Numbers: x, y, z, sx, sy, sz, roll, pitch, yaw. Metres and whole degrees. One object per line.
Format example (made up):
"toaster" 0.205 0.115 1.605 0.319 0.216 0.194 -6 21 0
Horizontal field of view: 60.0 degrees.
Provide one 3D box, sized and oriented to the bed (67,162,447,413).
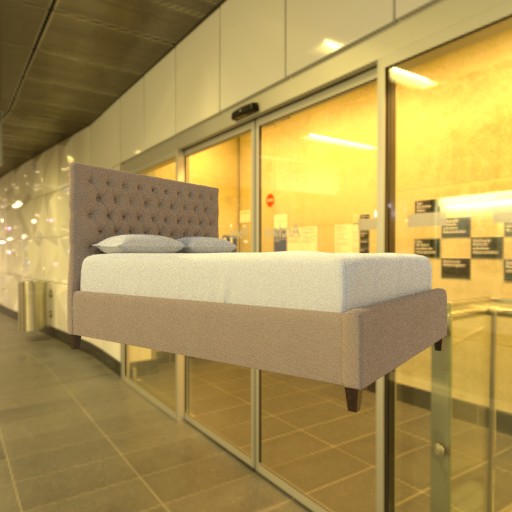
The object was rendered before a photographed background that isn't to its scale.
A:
"bed" 0.000 0.000 3.381 2.387 1.427 1.698 0 1 36
